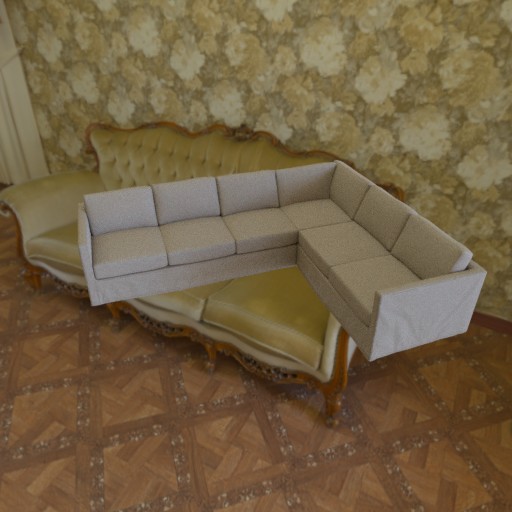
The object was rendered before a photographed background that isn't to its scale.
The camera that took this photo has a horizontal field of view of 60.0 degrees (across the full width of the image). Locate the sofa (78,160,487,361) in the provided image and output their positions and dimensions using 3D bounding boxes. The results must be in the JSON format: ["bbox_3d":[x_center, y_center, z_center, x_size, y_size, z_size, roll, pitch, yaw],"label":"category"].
[{"bbox_3d":[0.000,0.000,4.277,3.182,0.871,2.432,-10,34,-16],"label":"sofa"}]
